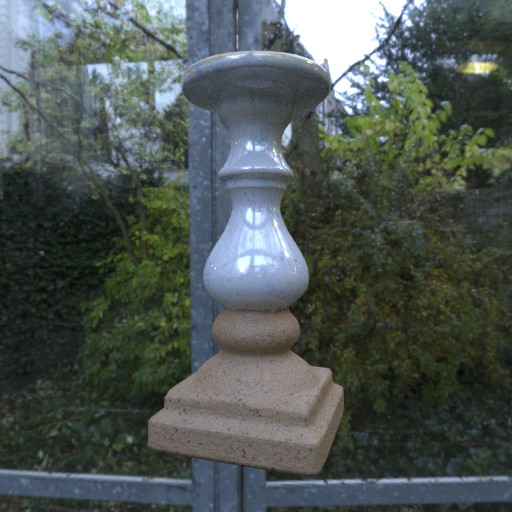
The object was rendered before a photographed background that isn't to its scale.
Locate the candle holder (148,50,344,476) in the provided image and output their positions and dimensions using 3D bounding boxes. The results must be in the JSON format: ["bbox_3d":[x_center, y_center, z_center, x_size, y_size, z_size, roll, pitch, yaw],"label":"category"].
[{"bbox_3d":[0.000,0.000,0.306,0.110,0.239,0.110,0,1,19],"label":"candle holder"}]
